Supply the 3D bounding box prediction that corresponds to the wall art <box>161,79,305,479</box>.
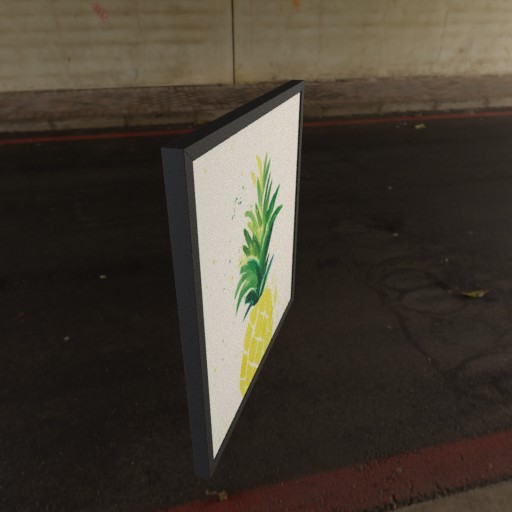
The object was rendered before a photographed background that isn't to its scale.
[{"bbox_3d":[0.000,0.000,1.146,0.037,0.760,0.762,9,30,16],"label":"wall art"}]
